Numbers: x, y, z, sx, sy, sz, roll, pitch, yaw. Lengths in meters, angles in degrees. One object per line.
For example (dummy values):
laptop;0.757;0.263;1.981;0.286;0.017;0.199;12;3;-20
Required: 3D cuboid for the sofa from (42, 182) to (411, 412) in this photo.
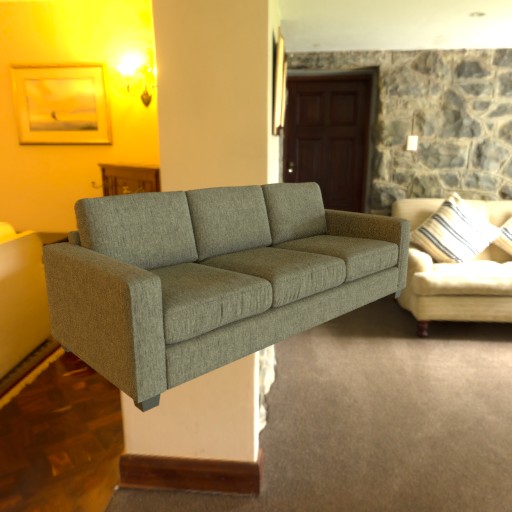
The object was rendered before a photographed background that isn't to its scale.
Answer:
sofa;0.000;0.000;2.676;2.160;0.800;0.900;-13;18;-43
